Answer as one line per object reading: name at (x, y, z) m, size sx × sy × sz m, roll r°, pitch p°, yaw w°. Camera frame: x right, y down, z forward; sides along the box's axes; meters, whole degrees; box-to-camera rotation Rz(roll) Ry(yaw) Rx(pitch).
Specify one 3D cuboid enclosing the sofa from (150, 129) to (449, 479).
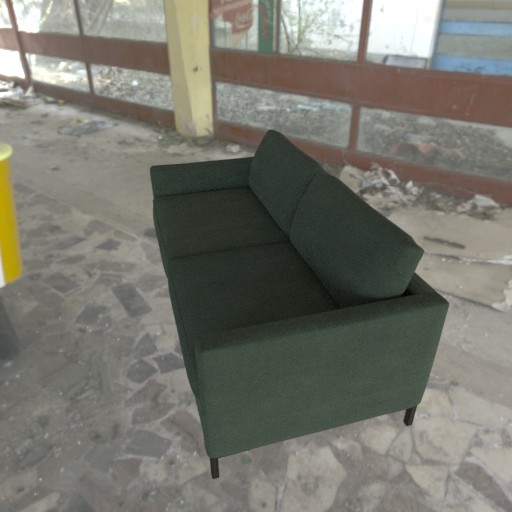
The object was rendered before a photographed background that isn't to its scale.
sofa at (0.000, 0.000, 2.145) m, size 0.875 × 0.817 × 1.676 m, roll -9°, pitch 32°, yaw -14°
